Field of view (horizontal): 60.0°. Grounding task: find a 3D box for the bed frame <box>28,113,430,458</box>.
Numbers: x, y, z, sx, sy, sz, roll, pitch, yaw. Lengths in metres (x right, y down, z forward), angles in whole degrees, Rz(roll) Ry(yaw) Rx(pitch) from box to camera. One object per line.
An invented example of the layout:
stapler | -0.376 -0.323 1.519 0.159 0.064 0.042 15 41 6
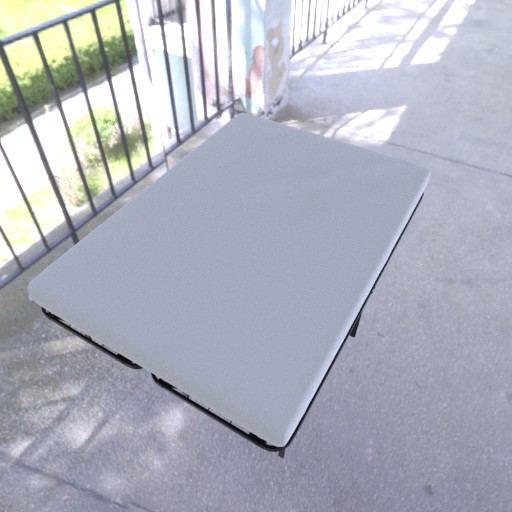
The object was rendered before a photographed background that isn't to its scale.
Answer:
bed frame | 0.000 0.000 2.550 1.372 0.637 1.905 23 51 21
